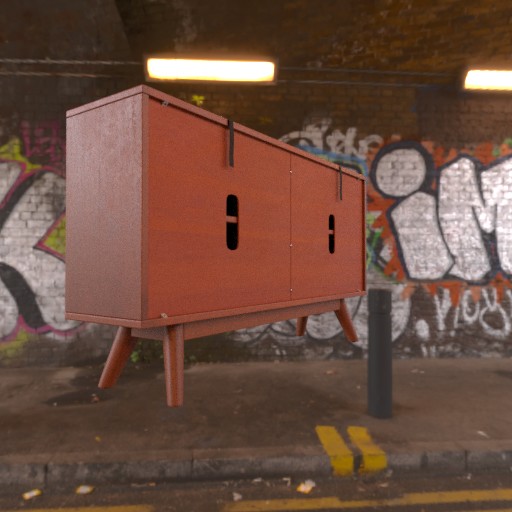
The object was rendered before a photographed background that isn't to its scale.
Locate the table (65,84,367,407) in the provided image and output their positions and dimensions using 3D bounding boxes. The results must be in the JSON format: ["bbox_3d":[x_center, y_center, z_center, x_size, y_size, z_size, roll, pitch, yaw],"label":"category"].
[{"bbox_3d":[0.000,0.000,1.495,0.308,0.698,1.220,-1,-1,36],"label":"table"}]
